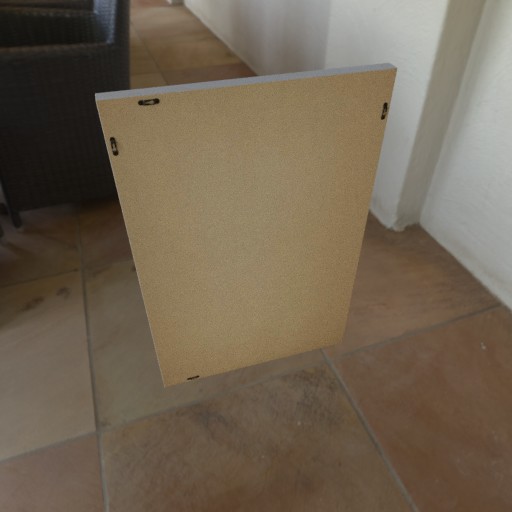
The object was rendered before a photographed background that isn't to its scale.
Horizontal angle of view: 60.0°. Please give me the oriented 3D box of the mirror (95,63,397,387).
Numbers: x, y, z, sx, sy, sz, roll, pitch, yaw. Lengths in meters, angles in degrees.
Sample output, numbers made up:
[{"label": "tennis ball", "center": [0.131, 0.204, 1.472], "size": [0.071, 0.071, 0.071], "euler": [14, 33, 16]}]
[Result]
[{"label": "mirror", "center": [0.000, 0.000, 1.171], "size": [0.609, 0.915, 0.040], "euler": [-11, 42, -13]}]
